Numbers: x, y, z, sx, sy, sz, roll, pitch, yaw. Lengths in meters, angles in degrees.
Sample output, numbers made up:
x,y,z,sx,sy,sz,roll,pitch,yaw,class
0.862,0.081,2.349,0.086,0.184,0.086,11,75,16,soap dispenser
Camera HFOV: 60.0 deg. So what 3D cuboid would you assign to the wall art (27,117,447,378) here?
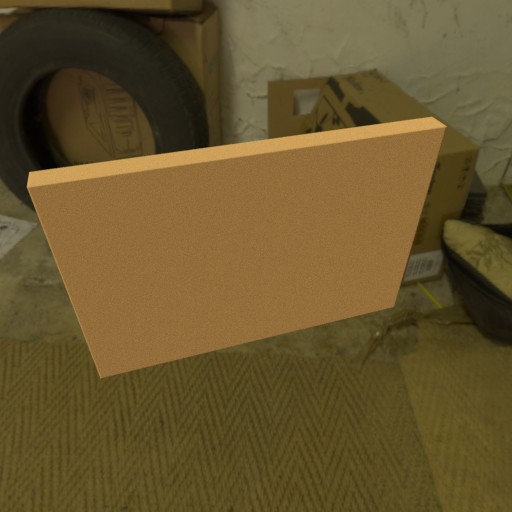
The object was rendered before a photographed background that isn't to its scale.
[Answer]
x,y,z,sx,sy,sz,roll,pitch,yaw,class
0.000,0.000,0.767,0.609,0.407,0.039,-11,41,-13,wall art
